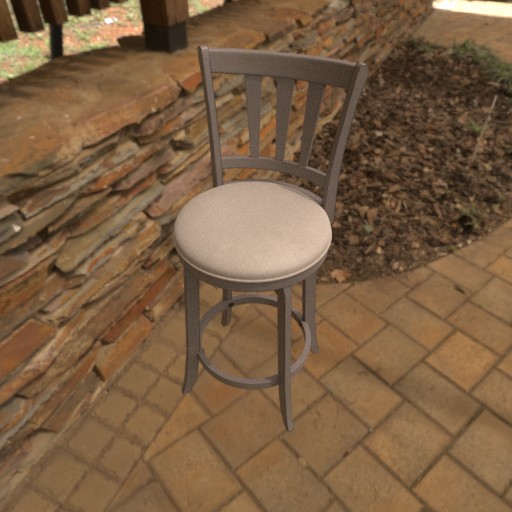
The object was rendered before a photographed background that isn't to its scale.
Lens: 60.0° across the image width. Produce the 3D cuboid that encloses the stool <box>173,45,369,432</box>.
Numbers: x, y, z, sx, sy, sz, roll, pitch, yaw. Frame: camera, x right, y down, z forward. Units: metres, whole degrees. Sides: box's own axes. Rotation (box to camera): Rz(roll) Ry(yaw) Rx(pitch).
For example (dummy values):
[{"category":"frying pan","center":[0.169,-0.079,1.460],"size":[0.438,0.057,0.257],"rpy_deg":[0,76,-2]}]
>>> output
[{"category":"stool","center":[0.000,0.000,1.278],"size":[0.436,1.023,0.475],"rpy_deg":[14,41,16]}]
